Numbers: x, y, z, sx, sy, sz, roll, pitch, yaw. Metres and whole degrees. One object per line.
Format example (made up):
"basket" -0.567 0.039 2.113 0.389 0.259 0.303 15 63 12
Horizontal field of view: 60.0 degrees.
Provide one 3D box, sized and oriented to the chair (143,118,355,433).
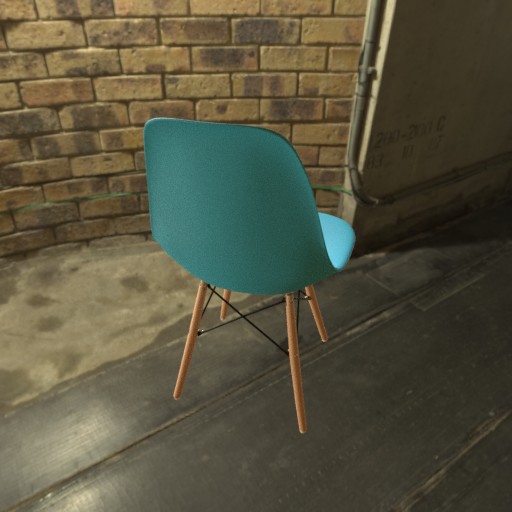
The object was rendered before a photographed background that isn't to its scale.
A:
"chair" 0.000 0.000 1.125 0.470 0.826 0.531 10 34 14
